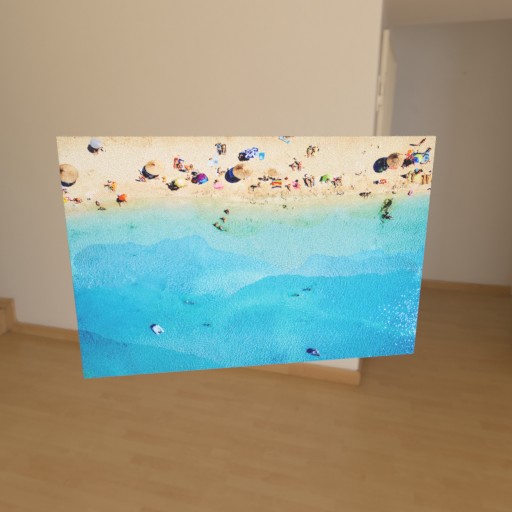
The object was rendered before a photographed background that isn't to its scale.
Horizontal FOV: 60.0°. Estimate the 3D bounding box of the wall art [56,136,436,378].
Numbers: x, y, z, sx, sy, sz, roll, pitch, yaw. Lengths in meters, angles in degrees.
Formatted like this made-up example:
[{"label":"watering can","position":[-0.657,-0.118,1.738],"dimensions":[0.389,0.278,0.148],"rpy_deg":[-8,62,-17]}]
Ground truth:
[{"label":"wall art","position":[0.000,0.000,1.138],"dimensions":[0.894,0.595,0.057],"rpy_deg":[-2,16,-8]}]
